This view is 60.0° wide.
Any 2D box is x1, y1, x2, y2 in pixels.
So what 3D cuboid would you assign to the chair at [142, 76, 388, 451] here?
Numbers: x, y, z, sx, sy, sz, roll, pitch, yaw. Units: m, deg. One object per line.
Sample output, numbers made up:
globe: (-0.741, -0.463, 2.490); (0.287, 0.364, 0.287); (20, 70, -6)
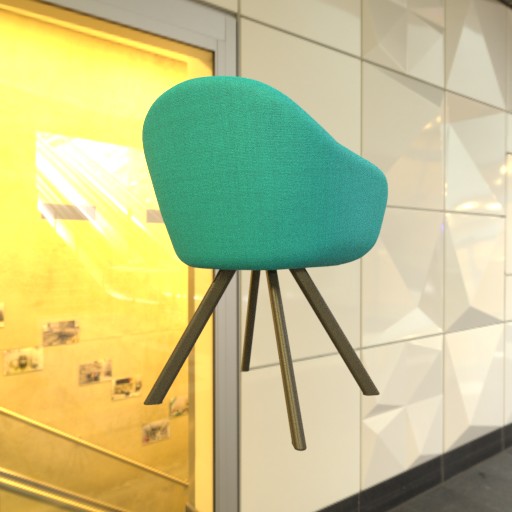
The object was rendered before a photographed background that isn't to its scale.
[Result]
chair: (0.000, 0.000, 1.192); (0.590, 0.795, 0.550); (0, 1, 35)
